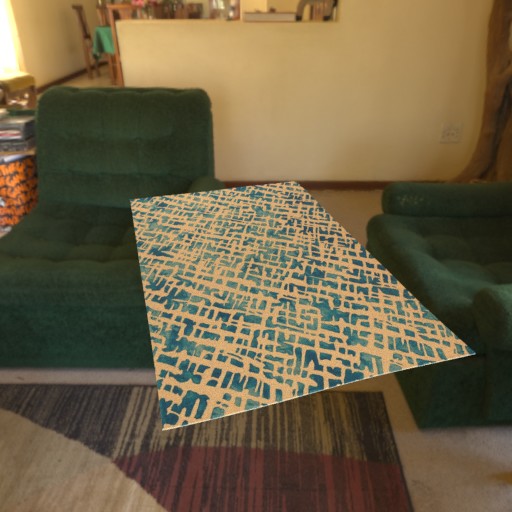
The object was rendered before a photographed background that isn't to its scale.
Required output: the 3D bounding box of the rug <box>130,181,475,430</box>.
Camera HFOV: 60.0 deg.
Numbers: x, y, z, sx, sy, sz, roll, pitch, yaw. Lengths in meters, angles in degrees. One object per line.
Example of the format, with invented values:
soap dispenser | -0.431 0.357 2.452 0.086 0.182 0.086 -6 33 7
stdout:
rug | 0.000 0.000 2.980 1.520 0.011 2.447 -9 31 -14
